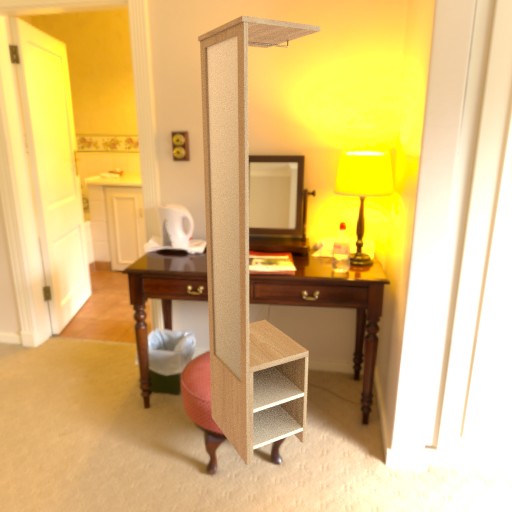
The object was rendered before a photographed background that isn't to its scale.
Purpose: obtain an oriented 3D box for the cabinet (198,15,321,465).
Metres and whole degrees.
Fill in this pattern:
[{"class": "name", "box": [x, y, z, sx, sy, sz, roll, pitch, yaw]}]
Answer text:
[{"class": "cabinet", "box": [0.000, 0.000, 2.042, 0.338, 1.879, 0.411, -9, 18, -28]}]
